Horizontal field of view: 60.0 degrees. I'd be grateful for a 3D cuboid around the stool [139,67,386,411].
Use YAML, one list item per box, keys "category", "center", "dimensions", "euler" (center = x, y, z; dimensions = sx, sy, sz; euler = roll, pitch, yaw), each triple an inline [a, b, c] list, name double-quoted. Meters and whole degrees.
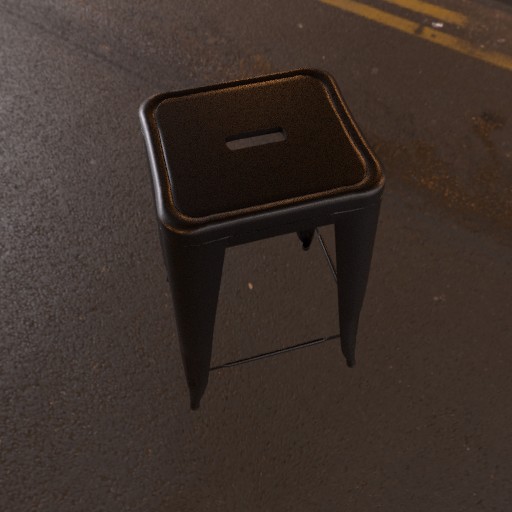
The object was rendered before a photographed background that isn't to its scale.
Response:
- category: "stool"
  center: [0.000, 0.000, 0.847]
  dimensions: [0.399, 0.609, 0.359]
  euler: [-13, 60, -8]
